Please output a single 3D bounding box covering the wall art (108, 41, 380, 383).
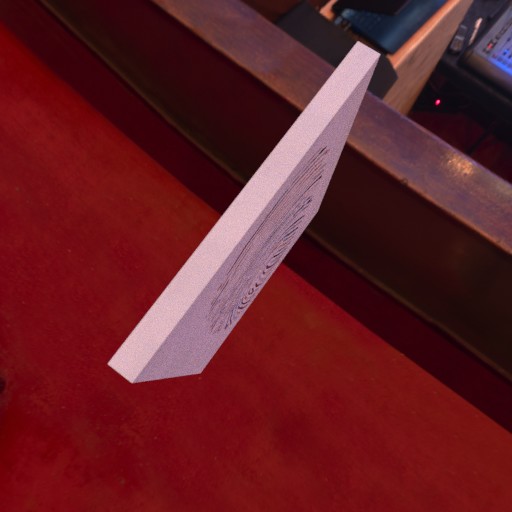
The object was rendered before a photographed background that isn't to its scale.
[{"bbox_3d":[0.000,0.000,0.824,0.037,0.606,0.508,35,79,8],"label":"wall art"}]
